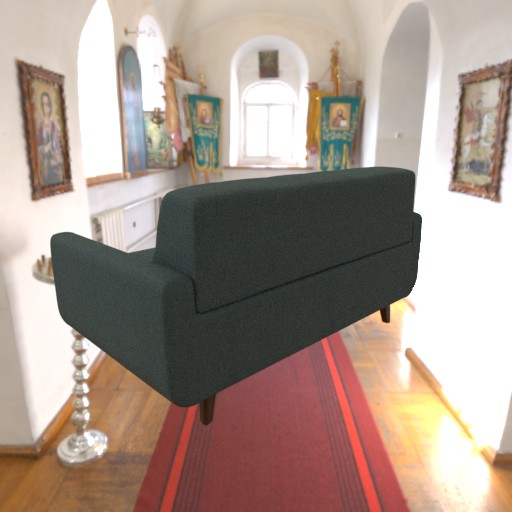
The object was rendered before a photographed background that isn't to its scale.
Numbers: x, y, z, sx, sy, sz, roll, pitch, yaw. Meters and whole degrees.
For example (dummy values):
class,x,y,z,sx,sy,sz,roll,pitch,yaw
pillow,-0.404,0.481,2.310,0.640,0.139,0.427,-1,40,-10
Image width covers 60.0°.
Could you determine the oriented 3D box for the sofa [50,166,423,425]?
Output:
class,x,y,z,sx,sy,sz,roll,pitch,yaw
sofa,0.000,0.000,2.170,1.631,0.841,0.909,-15,21,-42
